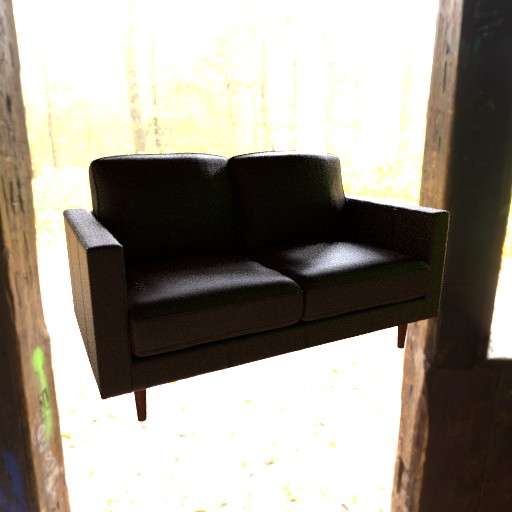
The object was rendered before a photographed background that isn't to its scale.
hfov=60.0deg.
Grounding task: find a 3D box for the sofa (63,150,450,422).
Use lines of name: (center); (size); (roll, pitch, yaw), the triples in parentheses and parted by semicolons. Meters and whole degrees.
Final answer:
sofa: (0.000, 0.000, 2.087); (1.578, 0.951, 0.909); (-7, 17, -26)
